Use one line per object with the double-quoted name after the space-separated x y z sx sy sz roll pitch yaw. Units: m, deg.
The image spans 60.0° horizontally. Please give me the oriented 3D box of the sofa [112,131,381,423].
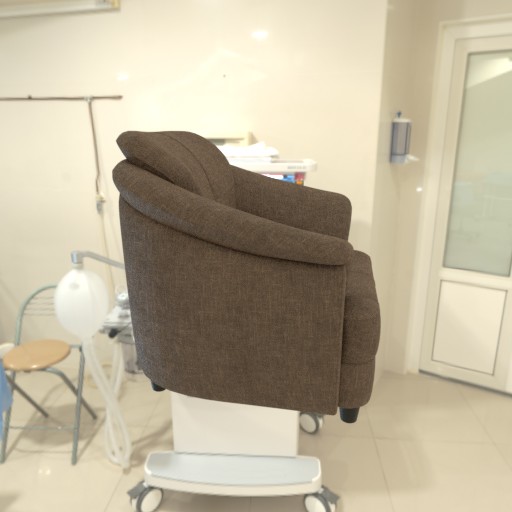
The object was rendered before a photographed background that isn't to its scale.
0.000 0.000 1.492 0.794 0.811 0.870 3 16 11 "sofa"
